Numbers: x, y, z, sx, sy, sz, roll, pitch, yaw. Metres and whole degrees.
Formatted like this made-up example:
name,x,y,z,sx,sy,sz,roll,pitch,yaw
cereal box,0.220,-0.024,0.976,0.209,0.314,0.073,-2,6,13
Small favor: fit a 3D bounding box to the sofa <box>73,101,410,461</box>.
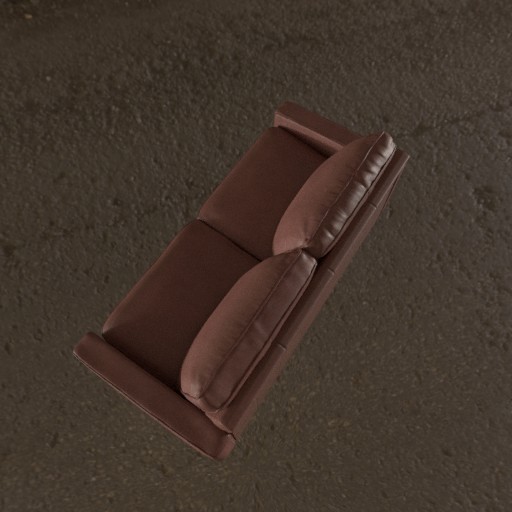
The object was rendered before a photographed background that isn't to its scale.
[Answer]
name,x,y,z,sx,sy,sz,roll,pitch,yaw
sofa,0.000,0.000,2.620,0.940,0.919,2.080,31,68,14
